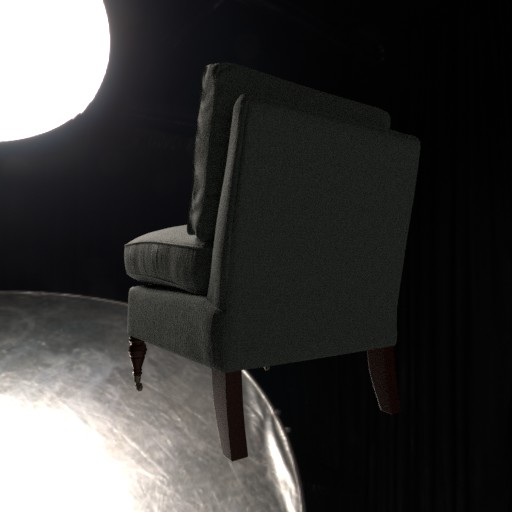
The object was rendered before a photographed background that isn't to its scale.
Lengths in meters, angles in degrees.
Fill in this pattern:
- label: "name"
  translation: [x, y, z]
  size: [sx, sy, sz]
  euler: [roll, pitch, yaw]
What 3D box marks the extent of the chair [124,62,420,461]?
- label: "chair"
  translation: [0.000, 0.000, 1.389]
  size: [0.624, 0.901, 0.796]
  euler: [1, -1, -35]
